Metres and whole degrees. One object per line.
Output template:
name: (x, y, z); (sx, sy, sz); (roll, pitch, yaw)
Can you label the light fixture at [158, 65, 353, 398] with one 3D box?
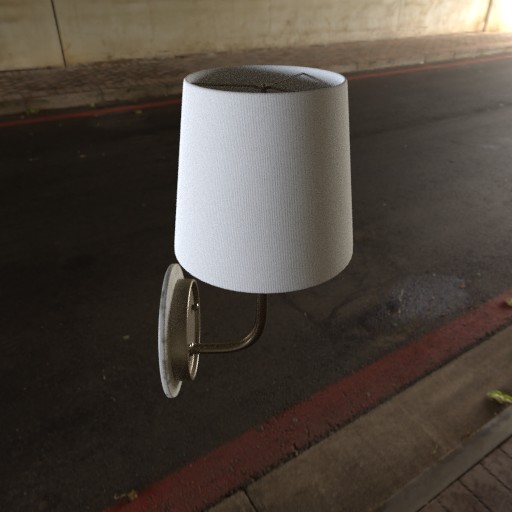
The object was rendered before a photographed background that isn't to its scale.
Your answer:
light fixture: (0.000, 0.000, 0.444); (0.188, 0.337, 0.168); (0, 32, 0)
